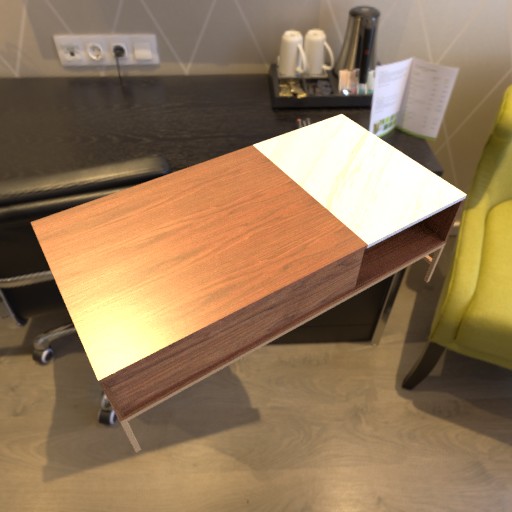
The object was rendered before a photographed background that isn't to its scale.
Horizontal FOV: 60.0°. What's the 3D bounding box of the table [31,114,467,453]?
[{"bbox_3d":[0.000,0.000,1.962,1.553,0.551,0.789,-25,51,-22],"label":"table"}]
